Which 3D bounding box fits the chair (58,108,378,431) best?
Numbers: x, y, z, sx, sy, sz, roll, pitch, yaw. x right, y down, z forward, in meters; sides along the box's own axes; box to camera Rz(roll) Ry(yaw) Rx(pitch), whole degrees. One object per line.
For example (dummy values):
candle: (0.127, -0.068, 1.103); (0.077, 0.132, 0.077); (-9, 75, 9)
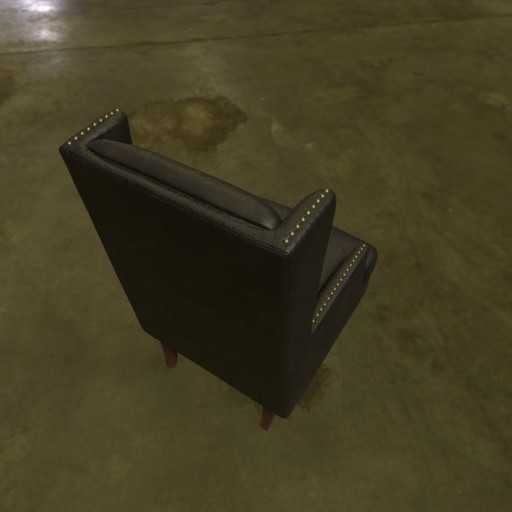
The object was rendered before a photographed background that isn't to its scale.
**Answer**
chair: (0.000, 0.000, 1.607); (0.703, 1.142, 0.799); (26, 52, 22)
